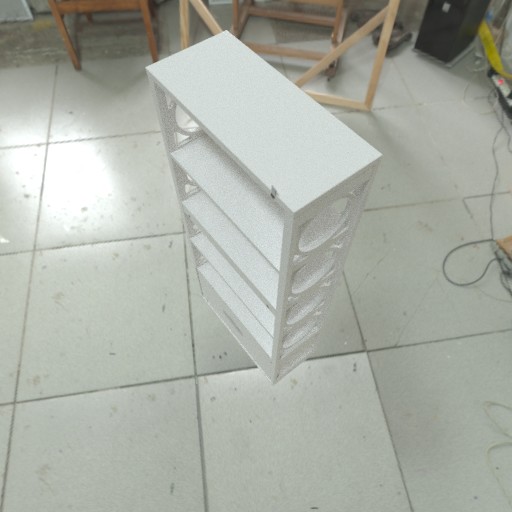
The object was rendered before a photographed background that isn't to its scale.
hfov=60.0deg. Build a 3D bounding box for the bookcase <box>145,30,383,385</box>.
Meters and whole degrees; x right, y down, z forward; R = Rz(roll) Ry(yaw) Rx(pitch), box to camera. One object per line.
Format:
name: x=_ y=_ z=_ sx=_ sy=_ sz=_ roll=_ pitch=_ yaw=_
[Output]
bookcase: x=0.000 y=0.000 z=2.136 sx=0.361 sy=1.869 sz=0.761 roll=-34 pitch=65 yaw=-18
